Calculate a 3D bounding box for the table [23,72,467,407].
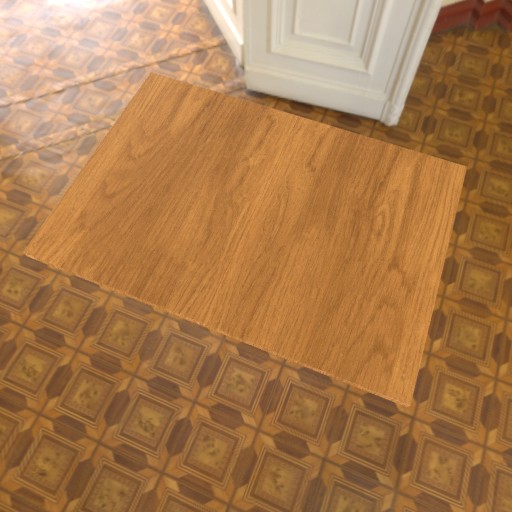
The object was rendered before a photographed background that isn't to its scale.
[{"bbox_3d":[0.000,0.000,1.887,1.300,0.770,0.900,20,66,9],"label":"table"}]
